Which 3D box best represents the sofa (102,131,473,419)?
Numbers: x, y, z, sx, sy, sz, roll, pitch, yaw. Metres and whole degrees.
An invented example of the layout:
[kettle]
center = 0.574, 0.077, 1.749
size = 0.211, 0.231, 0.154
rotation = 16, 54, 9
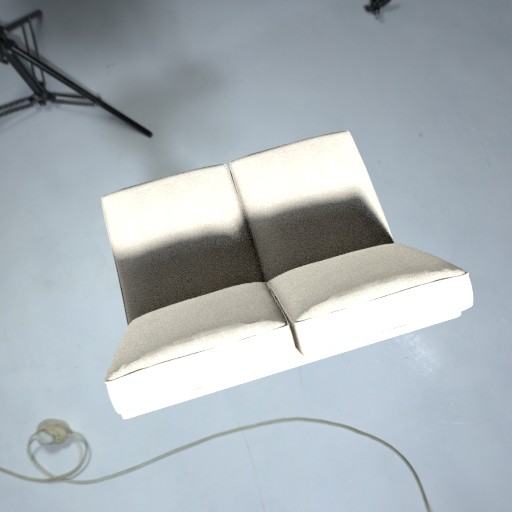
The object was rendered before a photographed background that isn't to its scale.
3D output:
[sofa]
center = 0.000, 0.000, 1.939
size = 1.232, 1.006, 0.978
rotation = -16, 77, -4
